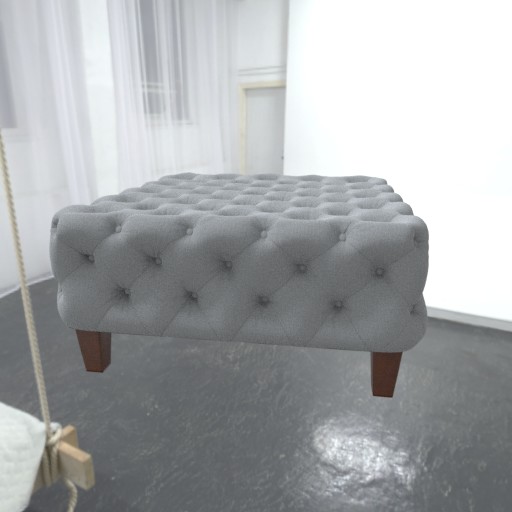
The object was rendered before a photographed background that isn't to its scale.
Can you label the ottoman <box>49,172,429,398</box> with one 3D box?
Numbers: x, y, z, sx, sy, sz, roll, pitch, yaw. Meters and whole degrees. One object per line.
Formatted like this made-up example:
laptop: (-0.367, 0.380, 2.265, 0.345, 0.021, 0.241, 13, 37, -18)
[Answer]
ottoman: (0.000, 0.000, 1.189, 0.758, 0.365, 0.764, 3, 17, 8)
